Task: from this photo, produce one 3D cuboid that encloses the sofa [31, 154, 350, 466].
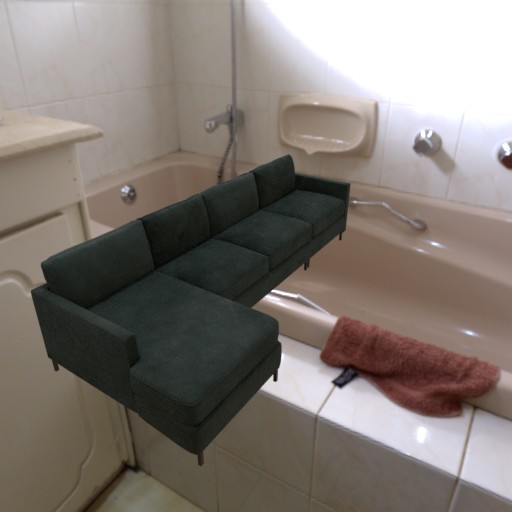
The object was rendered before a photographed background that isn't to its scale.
[{"bbox_3d":[0.000,0.000,3.978,1.500,0.967,3.400,18,33,30],"label":"sofa"}]
